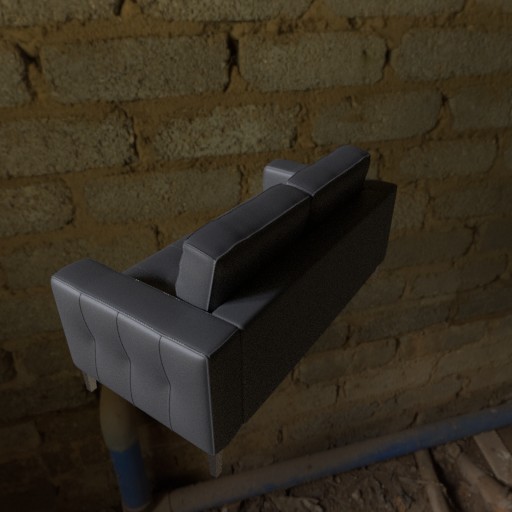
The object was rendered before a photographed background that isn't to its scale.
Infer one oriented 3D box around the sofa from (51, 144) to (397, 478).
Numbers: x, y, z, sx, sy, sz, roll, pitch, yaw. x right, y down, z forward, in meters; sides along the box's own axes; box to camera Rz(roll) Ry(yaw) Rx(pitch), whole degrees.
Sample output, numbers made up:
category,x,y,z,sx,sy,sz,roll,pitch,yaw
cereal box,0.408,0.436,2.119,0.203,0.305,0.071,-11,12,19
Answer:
category,x,y,z,sx,sy,sz,roll,pitch,yaw
sofa,0.000,0.000,2.220,0.833,0.893,1.726,20,36,29
